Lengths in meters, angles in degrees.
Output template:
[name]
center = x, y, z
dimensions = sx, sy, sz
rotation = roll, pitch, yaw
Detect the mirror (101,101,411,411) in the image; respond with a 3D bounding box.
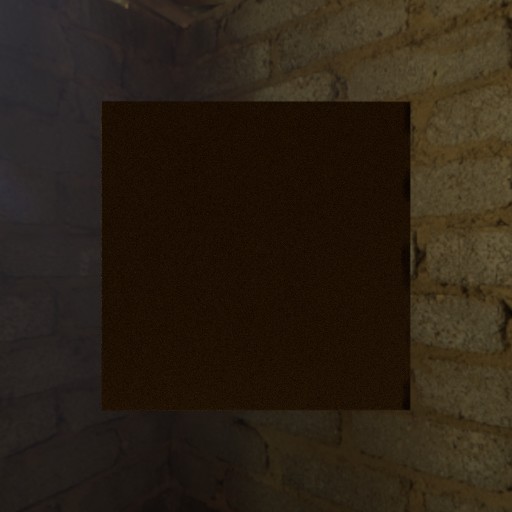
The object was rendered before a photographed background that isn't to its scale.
[mirror]
center = 0.000, 0.000, 0.748
dimensions = 0.509, 0.507, 0.042
rotation = 0, 0, 0
